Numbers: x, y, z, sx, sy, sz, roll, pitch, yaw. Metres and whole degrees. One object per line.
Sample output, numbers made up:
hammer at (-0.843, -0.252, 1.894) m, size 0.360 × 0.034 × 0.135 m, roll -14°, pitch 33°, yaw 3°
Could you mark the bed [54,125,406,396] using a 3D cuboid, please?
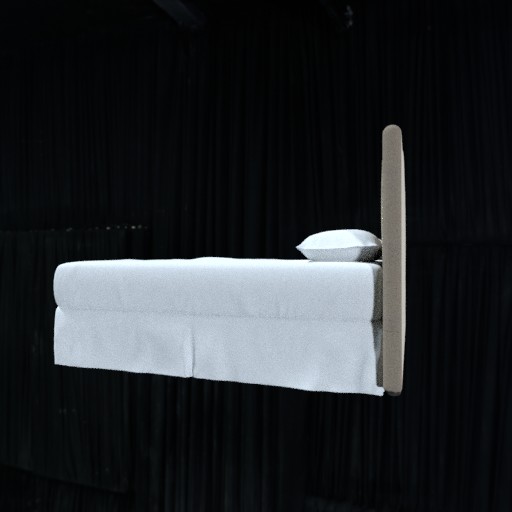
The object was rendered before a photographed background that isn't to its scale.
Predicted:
bed at (0.000, 0.000, 3.422) m, size 2.182 × 1.421 × 2.083 m, roll 0°, pitch 0°, yaw 19°
